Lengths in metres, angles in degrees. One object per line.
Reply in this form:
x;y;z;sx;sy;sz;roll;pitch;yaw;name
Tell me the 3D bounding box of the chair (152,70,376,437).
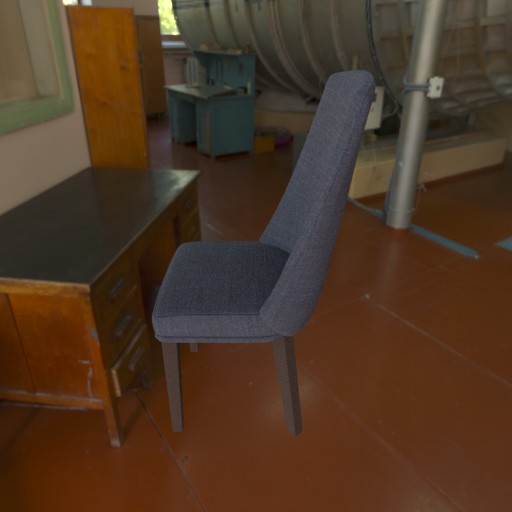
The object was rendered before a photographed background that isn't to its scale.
0.000;0.000;1.359;0.577;1.050;0.510;0;27;1;chair
